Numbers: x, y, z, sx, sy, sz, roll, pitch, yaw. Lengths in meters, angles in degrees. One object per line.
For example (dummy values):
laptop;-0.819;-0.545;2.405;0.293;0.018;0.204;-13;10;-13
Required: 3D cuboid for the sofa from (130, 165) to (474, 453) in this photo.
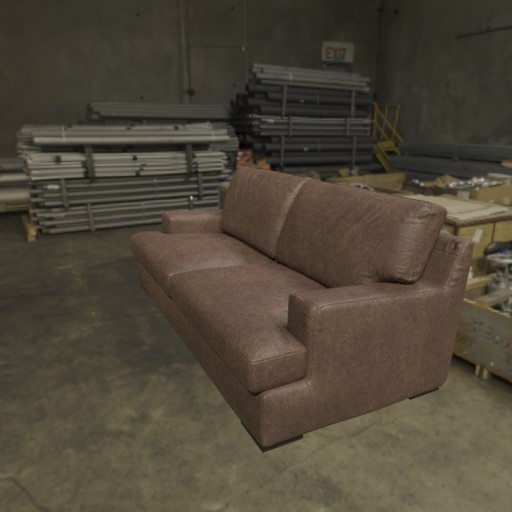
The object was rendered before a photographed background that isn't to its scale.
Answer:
sofa;0.000;0.000;2.768;1.143;0.941;2.261;-8;18;-25
